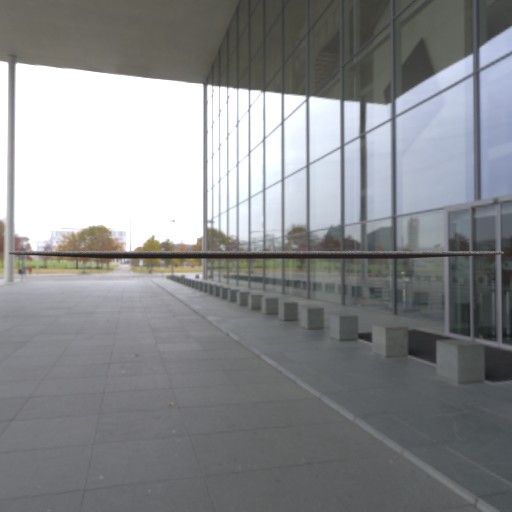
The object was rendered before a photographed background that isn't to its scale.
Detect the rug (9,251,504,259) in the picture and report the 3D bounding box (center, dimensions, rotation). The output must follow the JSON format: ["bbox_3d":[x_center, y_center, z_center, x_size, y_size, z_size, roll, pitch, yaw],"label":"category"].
[{"bbox_3d":[0.000,0.000,2.937,2.438,0.015,1.524,0,-1,-1],"label":"rug"}]
